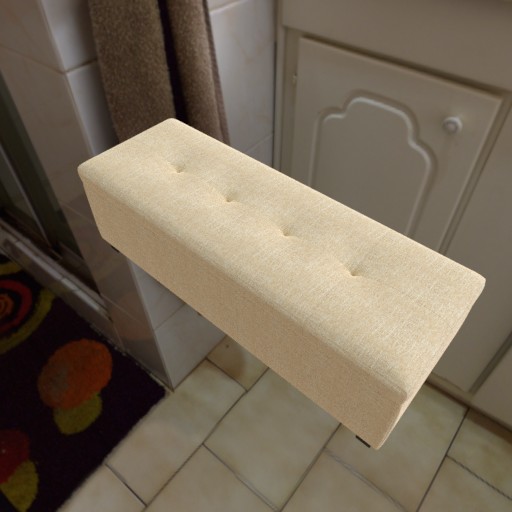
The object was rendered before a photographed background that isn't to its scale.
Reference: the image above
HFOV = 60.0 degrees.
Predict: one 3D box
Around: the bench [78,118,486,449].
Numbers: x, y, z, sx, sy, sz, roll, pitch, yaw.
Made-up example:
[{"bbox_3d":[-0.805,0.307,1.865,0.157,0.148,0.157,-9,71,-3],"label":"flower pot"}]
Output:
[{"bbox_3d":[0.000,0.000,1.425,1.219,0.406,0.432,33,55,27],"label":"bench"}]
